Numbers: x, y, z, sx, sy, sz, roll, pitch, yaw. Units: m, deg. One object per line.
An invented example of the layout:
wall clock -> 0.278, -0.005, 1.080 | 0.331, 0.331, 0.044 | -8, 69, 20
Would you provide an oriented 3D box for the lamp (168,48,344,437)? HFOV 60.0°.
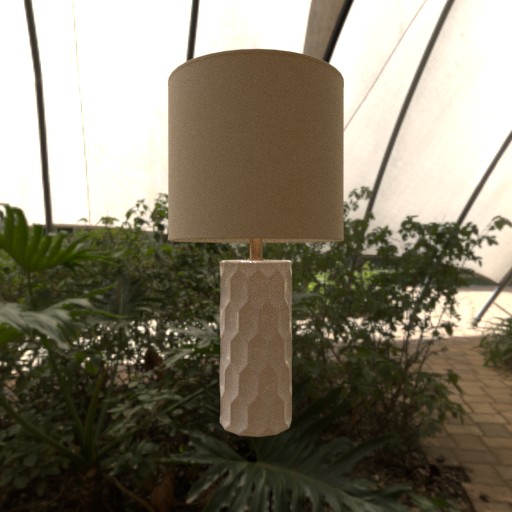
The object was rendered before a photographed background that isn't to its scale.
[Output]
lamp -> 0.000, 0.000, 0.711 | 0.277, 0.537, 0.277 | 0, 1, -19
